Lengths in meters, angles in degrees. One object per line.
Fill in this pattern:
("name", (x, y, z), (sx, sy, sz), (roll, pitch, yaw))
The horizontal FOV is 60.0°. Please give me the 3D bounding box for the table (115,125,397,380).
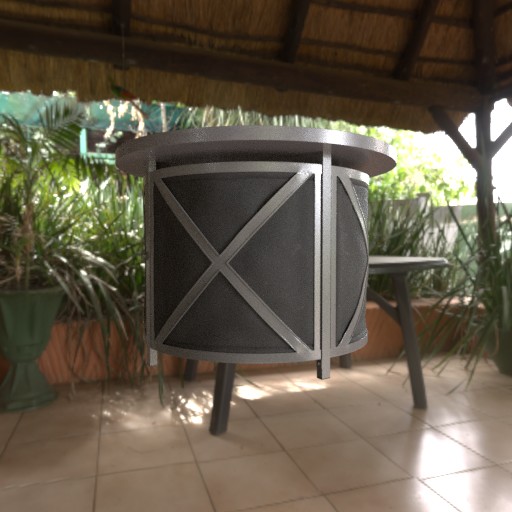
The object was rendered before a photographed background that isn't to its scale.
("table", (0.000, 0.000, 1.521), (0.914, 0.650, 0.914), (0, 2, 0))
